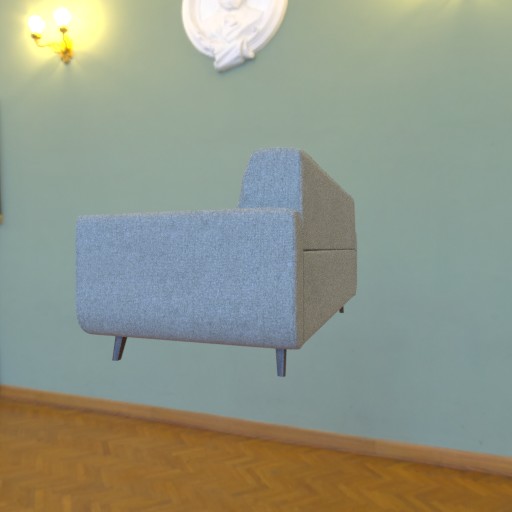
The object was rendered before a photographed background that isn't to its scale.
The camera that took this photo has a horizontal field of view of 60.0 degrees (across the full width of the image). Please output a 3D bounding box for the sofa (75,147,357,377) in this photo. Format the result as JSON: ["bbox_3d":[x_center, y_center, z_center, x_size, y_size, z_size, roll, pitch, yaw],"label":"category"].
[{"bbox_3d":[0.000,0.000,2.609,0.968,0.873,2.055,0,1,18],"label":"sofa"}]
